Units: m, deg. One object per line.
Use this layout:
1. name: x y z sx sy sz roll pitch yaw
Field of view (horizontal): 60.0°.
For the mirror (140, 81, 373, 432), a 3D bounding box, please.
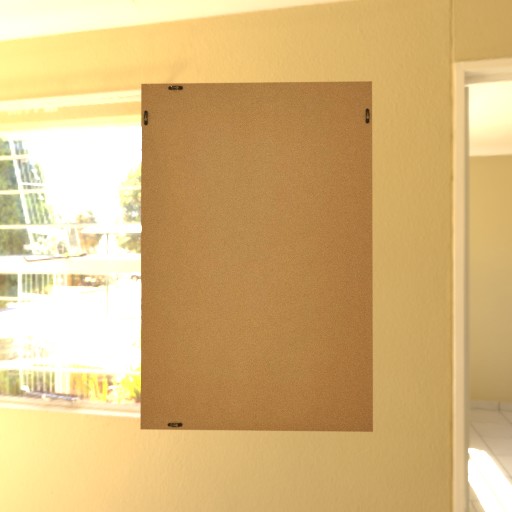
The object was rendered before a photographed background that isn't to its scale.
1. mirror: 0.000 0.000 1.180 0.609 0.915 0.040 0 -1 2
